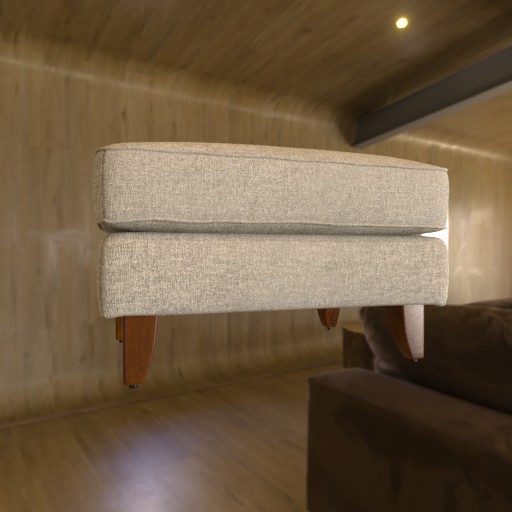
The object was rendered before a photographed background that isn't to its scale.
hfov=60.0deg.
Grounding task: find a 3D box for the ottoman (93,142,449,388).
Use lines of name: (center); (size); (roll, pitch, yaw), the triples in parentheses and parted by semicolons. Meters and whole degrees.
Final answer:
ottoman: (0.000, 0.000, 1.304); (0.889, 0.561, 0.661); (0, 1, -18)
